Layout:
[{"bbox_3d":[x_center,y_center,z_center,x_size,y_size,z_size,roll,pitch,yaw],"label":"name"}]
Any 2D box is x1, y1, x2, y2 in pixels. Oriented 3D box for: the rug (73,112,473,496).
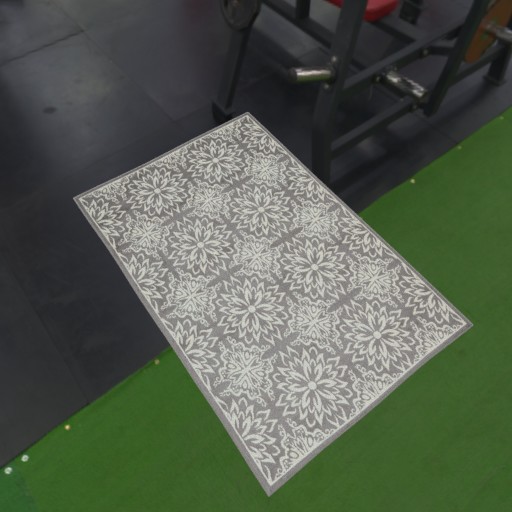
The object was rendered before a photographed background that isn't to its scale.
[{"bbox_3d":[0.000,0.000,2.311,1.224,0.012,1.847,-32,63,-18],"label":"rug"}]
